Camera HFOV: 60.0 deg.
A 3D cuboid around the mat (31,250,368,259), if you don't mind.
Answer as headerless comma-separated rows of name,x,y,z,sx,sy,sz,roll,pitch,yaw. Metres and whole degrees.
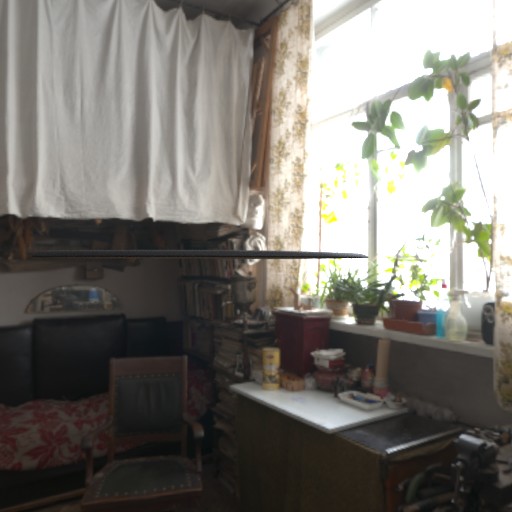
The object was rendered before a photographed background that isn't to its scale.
mat,0.000,0.000,1.865,0.917,0.022,1.525,0,-1,18
